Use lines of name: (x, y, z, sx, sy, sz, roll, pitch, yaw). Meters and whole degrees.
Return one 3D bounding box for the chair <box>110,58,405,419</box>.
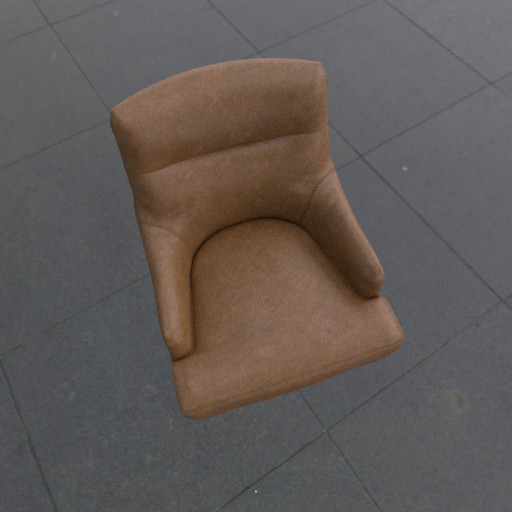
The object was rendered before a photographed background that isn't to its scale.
chair: (0.000, 0.000, 1.480, 0.729, 0.869, 0.874, -16, 63, -8)
